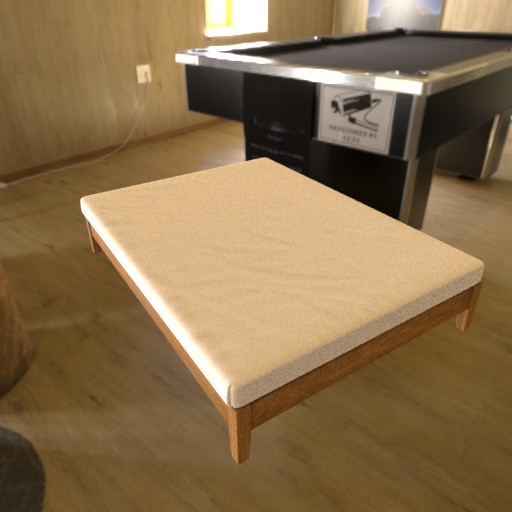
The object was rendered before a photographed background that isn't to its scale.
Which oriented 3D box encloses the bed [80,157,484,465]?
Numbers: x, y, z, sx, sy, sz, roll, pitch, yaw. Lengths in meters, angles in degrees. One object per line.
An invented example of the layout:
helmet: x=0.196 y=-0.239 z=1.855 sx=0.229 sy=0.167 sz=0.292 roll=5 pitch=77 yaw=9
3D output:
bed: x=0.000 y=0.000 z=2.725 sx=1.536 sy=0.431 sz=2.016 roll=-19 pitch=36 yaw=-28
